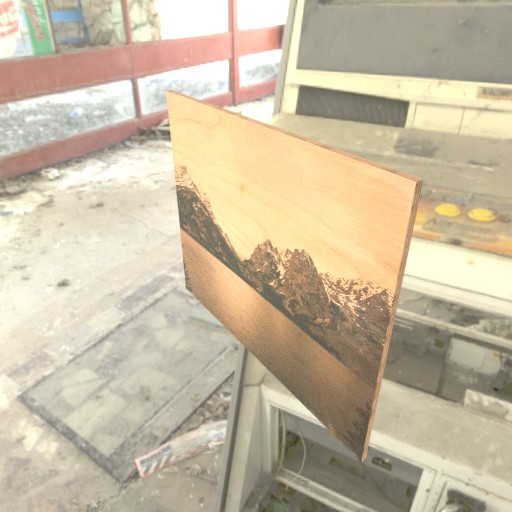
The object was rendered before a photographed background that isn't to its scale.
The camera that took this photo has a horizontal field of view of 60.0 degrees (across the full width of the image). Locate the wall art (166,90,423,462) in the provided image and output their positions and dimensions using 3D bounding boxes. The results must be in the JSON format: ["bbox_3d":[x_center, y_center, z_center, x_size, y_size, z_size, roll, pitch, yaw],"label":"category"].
[{"bbox_3d":[0.000,0.000,0.681,0.010,0.408,0.508,-20,37,-30],"label":"wall art"}]
